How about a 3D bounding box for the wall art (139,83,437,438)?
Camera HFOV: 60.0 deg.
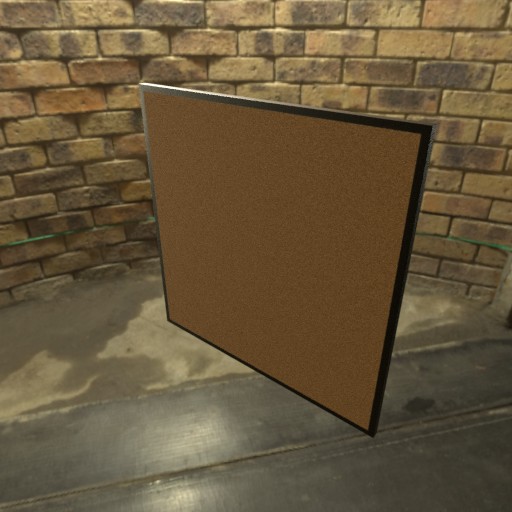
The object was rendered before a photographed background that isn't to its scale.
[{"bbox_3d":[0.000,0.000,0.678,0.457,0.458,0.012,21,35,33],"label":"wall art"}]
